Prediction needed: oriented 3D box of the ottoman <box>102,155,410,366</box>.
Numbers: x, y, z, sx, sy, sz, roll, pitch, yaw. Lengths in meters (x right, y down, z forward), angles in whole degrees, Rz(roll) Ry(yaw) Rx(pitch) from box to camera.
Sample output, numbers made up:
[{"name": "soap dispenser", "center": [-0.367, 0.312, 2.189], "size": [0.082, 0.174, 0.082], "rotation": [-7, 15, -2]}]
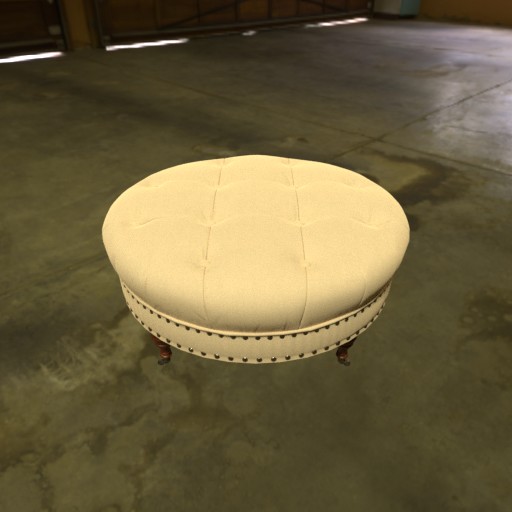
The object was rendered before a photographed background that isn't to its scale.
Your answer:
[{"name": "ottoman", "center": [0.000, 0.000, 1.432], "size": [0.901, 0.439, 0.901], "rotation": [0, 33, 0]}]
